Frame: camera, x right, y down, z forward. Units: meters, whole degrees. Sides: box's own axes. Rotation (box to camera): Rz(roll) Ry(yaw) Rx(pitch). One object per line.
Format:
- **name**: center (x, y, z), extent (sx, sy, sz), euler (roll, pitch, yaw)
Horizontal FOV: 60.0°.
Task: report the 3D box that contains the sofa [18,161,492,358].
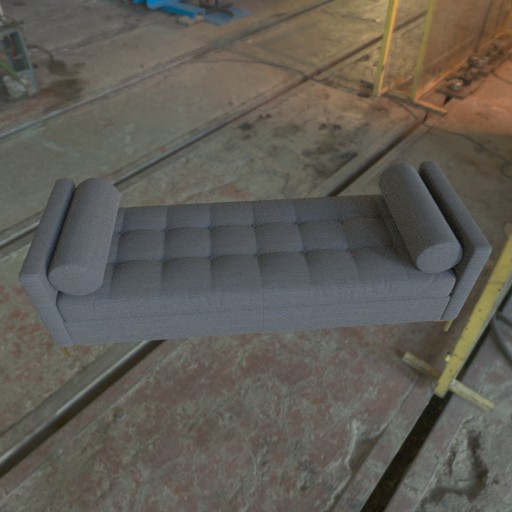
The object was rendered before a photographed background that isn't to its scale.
- **sofa**: center (0.000, 0.000, 2.280), extent (1.981, 0.635, 0.686), euler (-3, 45, -3)
